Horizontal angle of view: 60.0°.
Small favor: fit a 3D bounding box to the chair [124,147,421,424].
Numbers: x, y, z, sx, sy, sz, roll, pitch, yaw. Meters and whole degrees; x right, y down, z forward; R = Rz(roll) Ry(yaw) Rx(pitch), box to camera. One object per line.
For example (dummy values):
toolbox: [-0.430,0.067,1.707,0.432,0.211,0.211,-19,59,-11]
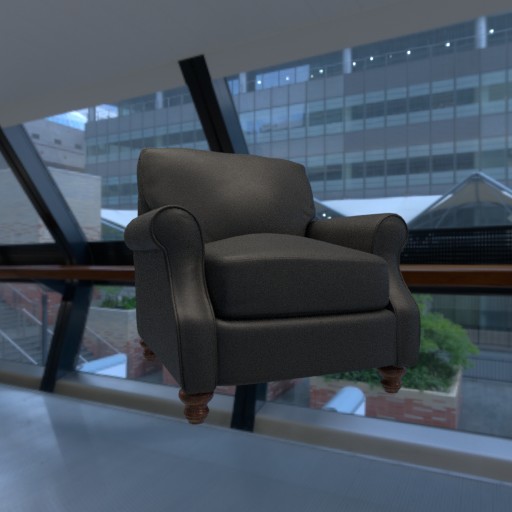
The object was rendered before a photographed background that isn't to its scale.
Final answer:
chair: [0.000,0.000,1.799,1.015,0.960,1.027,0,1,-18]
